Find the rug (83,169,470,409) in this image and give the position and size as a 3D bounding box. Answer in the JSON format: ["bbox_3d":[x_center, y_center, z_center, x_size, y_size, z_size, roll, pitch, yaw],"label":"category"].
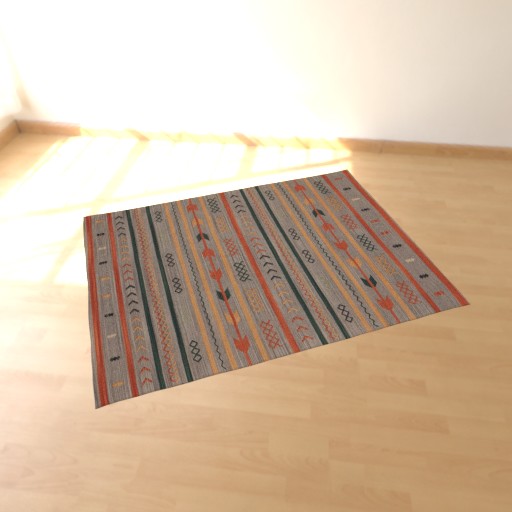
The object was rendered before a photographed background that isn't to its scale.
[{"bbox_3d":[0.000,0.000,4.127,3.029,0.022,2.263,-12,43,-13],"label":"rug"}]
